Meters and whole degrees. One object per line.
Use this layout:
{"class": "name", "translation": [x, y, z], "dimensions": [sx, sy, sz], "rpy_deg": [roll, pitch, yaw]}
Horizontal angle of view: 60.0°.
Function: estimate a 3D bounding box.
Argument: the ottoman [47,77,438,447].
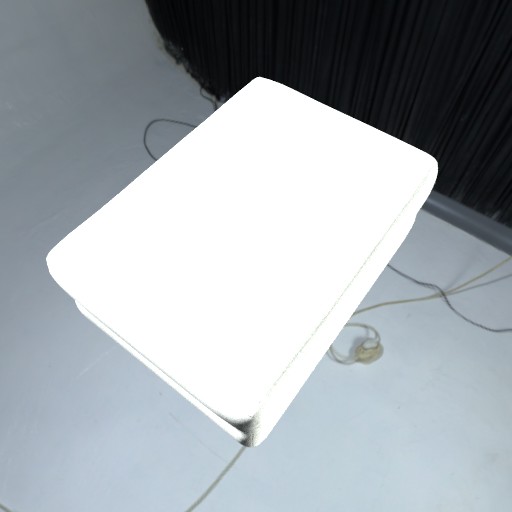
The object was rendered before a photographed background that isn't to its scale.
{"class": "ottoman", "translation": [0.000, 0.000, 1.151], "dimensions": [0.569, 0.499, 0.773], "rpy_deg": [33, 63, 19]}
